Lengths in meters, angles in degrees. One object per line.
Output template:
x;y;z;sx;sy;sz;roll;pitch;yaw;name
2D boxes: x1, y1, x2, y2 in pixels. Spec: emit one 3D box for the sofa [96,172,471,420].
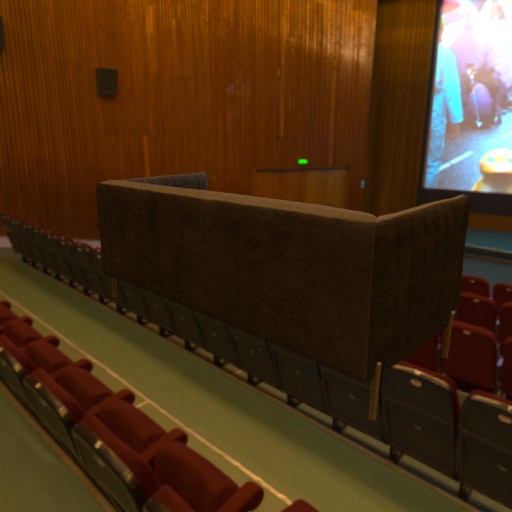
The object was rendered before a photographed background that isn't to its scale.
0.000;0.000;2.464;1.980;0.780;0.876;14;21;42;sofa
